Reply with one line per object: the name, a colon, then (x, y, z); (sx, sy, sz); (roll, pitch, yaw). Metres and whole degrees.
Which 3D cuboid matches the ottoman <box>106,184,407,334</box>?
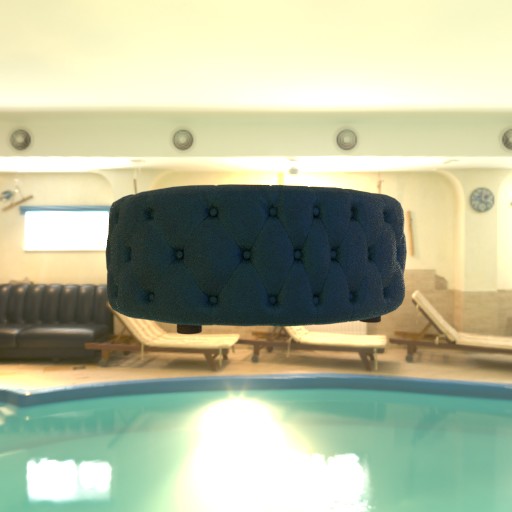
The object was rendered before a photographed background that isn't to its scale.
ottoman: (0.000, 0.000, 1.553); (0.998, 0.398, 0.998); (0, 1, 0)
